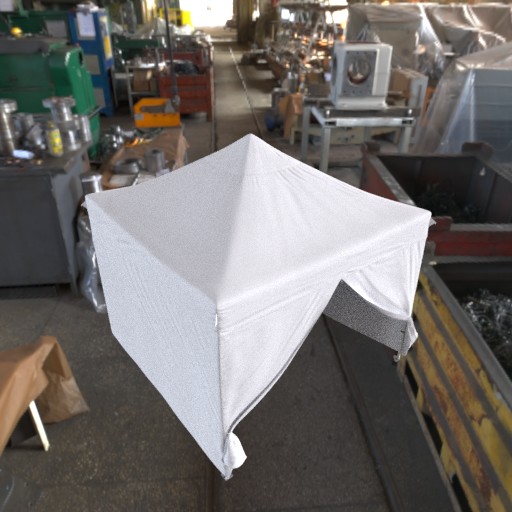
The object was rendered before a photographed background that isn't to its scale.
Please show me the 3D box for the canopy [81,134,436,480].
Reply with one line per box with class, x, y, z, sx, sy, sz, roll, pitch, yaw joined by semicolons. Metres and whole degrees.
canopy;0.000;0.000;5.495;3.043;2.997;3.121;-21;36;-32
